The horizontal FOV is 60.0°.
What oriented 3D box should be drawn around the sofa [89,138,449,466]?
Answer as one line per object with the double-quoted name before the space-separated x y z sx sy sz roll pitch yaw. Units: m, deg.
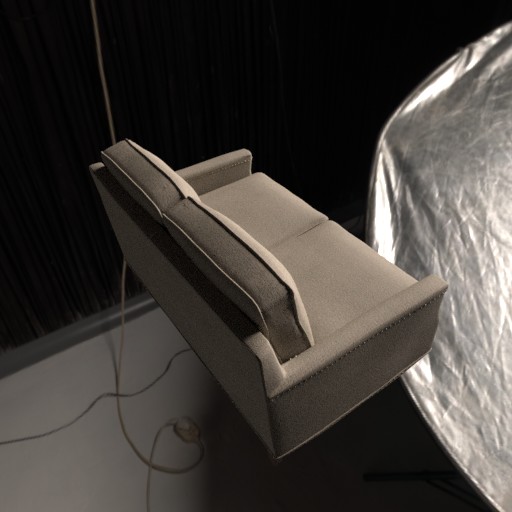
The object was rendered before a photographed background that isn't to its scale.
"sofa" 0.000 0.000 2.279 1.084 1.003 1.597 -25 46 -27
